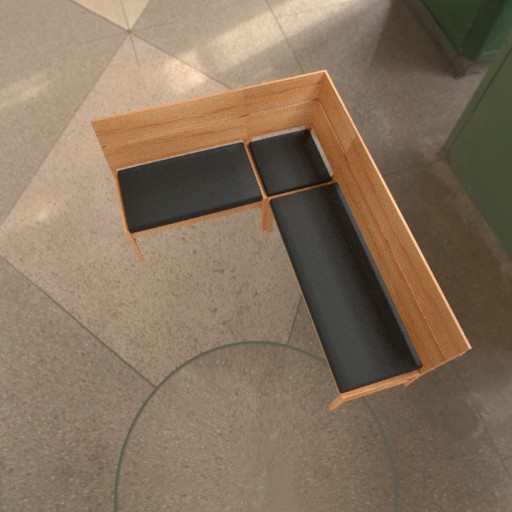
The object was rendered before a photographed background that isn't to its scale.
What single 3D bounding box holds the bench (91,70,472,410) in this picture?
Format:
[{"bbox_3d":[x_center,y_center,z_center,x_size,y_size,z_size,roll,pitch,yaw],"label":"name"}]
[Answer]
[{"bbox_3d":[0.000,0.000,2.804,1.548,0.890,1.948,-15,64,-7],"label":"bench"}]
